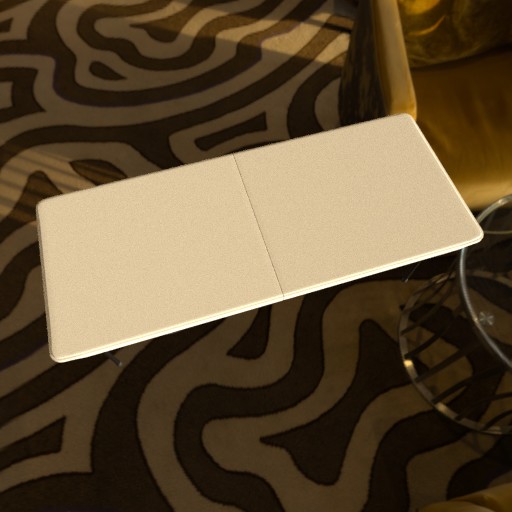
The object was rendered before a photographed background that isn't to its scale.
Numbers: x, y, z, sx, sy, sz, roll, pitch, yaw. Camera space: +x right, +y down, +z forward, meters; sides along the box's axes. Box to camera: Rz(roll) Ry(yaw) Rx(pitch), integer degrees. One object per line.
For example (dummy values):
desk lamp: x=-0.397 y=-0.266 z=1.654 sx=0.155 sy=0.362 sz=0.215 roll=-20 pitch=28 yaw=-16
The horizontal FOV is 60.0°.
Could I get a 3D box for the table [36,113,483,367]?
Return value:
table: x=0.000 y=0.000 z=2.247 sx=1.829 sy=0.719 sz=0.761 roll=-15 pitch=64 yaw=-8
